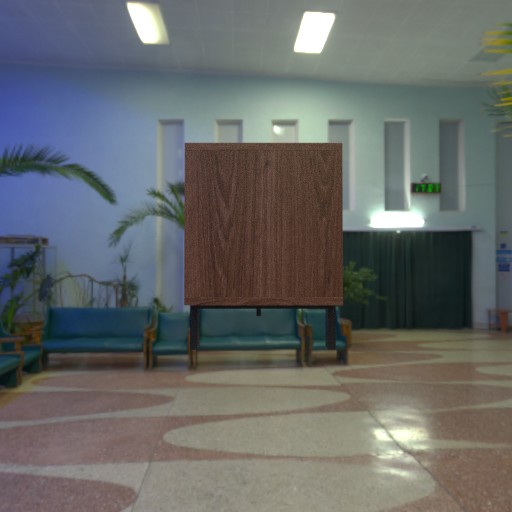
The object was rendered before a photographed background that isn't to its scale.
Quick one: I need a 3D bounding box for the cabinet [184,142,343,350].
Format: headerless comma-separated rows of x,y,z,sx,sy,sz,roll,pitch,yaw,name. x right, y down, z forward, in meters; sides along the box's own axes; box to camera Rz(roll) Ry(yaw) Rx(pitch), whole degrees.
0.000,0.000,1.855,0.400,0.500,1.650,0,-1,0,cabinet
